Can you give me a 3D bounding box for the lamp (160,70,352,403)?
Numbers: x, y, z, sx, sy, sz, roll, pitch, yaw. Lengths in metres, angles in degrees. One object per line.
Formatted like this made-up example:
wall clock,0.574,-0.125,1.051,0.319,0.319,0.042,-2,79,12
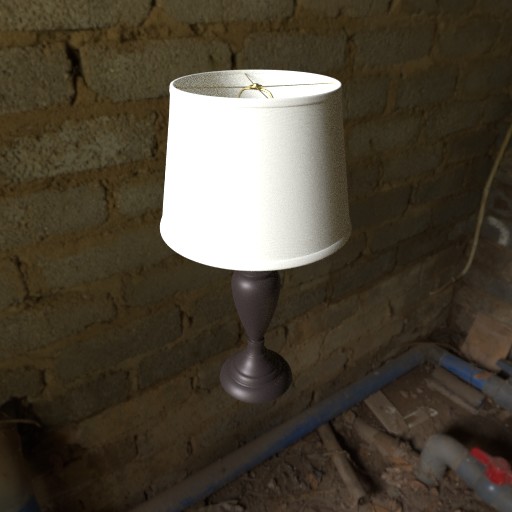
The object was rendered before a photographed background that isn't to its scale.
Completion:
lamp,0.000,0.000,0.826,0.335,0.611,0.335,0,30,0
